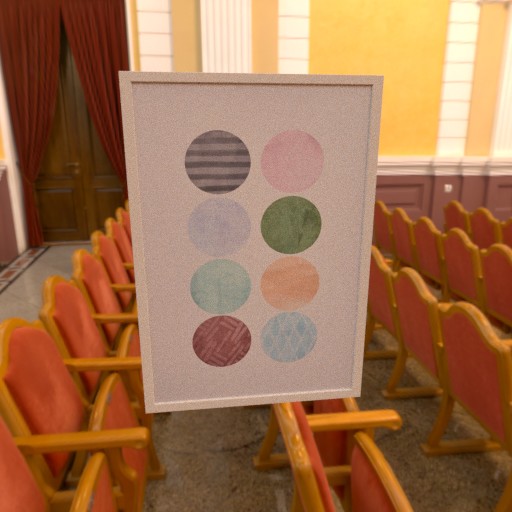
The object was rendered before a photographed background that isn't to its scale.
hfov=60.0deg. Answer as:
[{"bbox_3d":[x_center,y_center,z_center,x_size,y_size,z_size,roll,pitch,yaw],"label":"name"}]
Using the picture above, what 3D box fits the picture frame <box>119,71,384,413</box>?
[{"bbox_3d":[0.000,0.000,1.227,0.659,0.940,0.013,-2,16,-7],"label":"picture frame"}]
